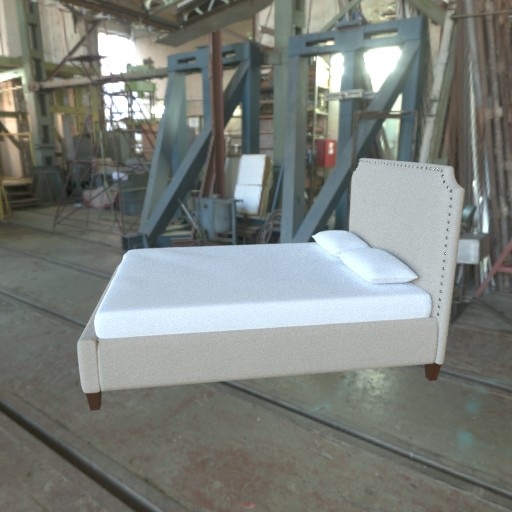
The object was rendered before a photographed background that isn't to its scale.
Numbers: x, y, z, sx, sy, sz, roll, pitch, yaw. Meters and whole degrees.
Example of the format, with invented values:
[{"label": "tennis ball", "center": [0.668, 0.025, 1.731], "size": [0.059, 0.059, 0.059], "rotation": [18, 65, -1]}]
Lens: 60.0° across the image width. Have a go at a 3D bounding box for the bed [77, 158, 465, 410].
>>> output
[{"label": "bed", "center": [0.000, 0.000, 3.473], "size": [2.372, 1.443, 1.713], "rotation": [-2, 15, -9]}]
